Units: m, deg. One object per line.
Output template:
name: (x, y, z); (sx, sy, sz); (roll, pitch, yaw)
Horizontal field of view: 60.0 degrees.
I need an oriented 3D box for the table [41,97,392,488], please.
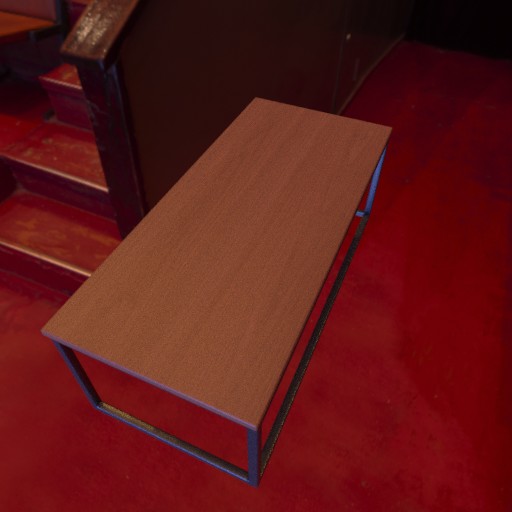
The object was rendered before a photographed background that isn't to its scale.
table: (0.000, 0.000, 1.348); (0.500, 0.400, 1.100); (18, 50, 16)
